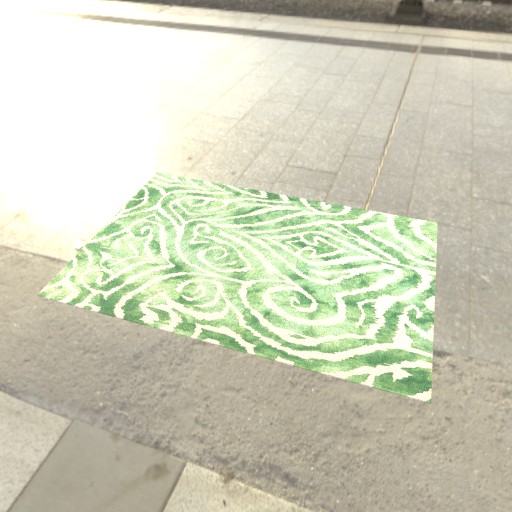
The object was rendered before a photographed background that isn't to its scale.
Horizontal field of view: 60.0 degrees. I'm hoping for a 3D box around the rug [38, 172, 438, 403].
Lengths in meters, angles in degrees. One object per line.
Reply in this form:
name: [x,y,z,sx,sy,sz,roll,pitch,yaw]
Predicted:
rug: [0.000,0.000,2.363,1.826,0.006,1.220,12,43,14]
